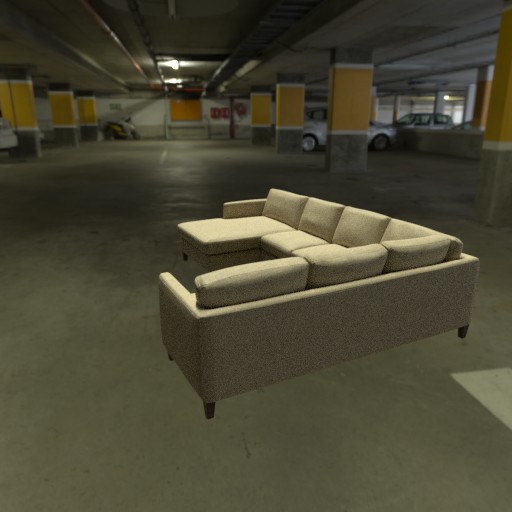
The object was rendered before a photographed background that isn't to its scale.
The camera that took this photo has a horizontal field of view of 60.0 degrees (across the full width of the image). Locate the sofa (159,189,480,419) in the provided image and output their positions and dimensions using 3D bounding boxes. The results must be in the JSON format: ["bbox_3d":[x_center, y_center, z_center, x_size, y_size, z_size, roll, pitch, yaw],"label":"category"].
[{"bbox_3d":[0.000,0.000,4.729,2.593,0.959,3.460,-9,19,-26],"label":"sofa"}]
